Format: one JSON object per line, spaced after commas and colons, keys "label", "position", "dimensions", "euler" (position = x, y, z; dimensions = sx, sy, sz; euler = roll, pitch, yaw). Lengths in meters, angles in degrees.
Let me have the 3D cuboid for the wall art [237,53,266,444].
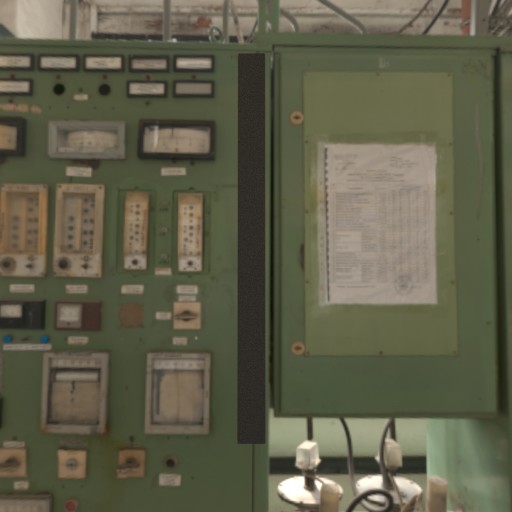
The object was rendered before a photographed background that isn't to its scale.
{"label": "wall art", "position": [0.000, 0.000, 0.563], "dimensions": [0.021, 0.301, 0.443], "euler": [0, -2, 1]}
